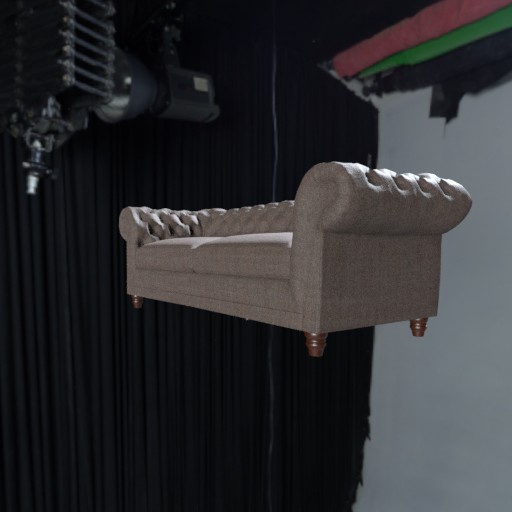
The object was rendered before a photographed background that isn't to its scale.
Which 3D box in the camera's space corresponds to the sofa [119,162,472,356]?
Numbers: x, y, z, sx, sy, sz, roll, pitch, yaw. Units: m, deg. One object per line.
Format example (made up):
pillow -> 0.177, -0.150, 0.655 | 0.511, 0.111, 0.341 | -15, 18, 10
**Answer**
sofa -> 0.000, 0.000, 2.775 | 0.944, 0.787, 2.385 | 0, 1, -36
